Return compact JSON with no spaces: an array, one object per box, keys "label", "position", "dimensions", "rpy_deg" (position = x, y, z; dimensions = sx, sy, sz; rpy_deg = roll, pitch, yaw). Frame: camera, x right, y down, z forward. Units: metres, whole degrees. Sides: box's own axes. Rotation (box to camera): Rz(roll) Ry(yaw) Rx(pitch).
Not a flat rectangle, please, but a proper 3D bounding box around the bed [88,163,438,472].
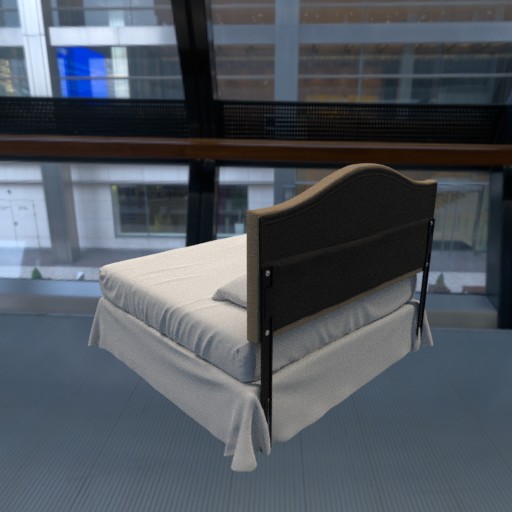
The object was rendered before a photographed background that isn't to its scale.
[{"label":"bed","position":[0.000,0.000,3.748],"dimensions":[2.311,1.651,2.222],"rpy_deg":[-15,22,-41]}]
